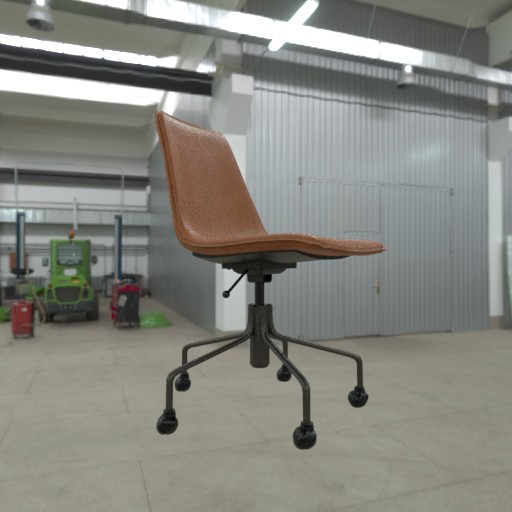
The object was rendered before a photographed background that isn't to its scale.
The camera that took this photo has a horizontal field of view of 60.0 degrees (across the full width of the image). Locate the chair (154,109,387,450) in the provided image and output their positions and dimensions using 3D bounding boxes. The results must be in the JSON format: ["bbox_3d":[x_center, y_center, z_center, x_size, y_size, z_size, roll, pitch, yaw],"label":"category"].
[{"bbox_3d":[0.000,0.000,1.345,0.660,0.920,0.651,0,-1,35],"label":"chair"}]
